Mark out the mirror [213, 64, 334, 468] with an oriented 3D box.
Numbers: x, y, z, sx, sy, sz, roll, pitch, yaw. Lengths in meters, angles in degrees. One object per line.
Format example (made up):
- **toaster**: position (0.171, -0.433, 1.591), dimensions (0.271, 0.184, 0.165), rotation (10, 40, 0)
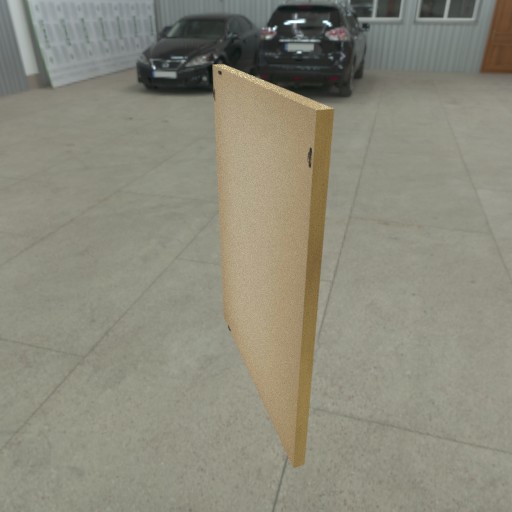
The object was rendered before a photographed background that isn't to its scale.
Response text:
- **mirror**: position (0.000, 0.000, 1.368), dimensions (0.041, 1.016, 0.762), rotation (-10, 31, -17)
